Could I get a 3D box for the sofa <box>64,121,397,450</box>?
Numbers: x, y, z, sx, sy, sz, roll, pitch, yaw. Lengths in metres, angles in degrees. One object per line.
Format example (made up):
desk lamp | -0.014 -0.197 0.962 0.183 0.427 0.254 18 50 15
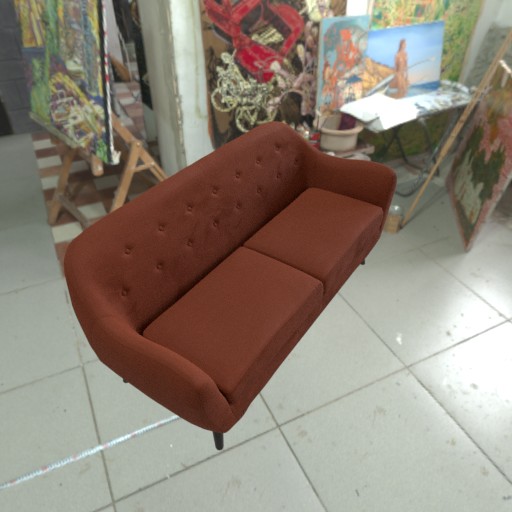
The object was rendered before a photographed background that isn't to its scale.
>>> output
sofa | 0.000 0.000 2.310 0.820 0.836 1.840 23 45 26
